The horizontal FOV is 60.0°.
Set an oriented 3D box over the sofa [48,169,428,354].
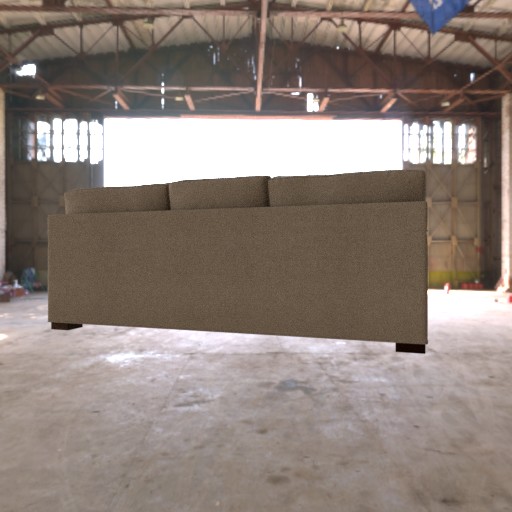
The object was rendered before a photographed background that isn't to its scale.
[{"bbox_3d":[0.000,0.000,2.967,2.087,0.861,1.496,0,0,18],"label":"sofa"}]
